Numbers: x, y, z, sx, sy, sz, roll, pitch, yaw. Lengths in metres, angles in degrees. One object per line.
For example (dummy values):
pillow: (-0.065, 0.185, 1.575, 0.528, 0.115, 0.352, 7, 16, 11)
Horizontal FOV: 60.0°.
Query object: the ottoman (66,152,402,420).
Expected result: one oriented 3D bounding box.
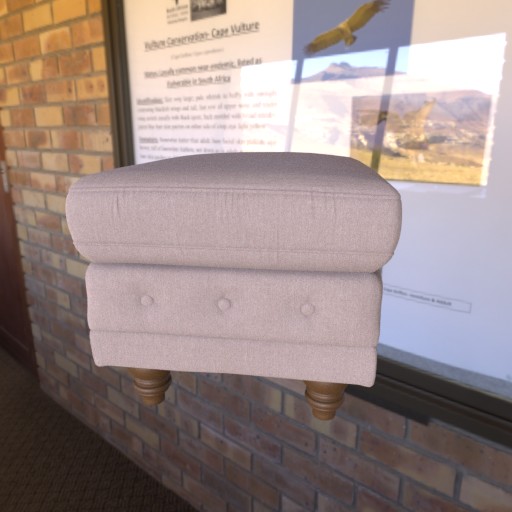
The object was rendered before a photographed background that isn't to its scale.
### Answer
ottoman: (0.000, 0.000, 1.115, 0.569, 0.500, 0.771, 2, 15, 8)
